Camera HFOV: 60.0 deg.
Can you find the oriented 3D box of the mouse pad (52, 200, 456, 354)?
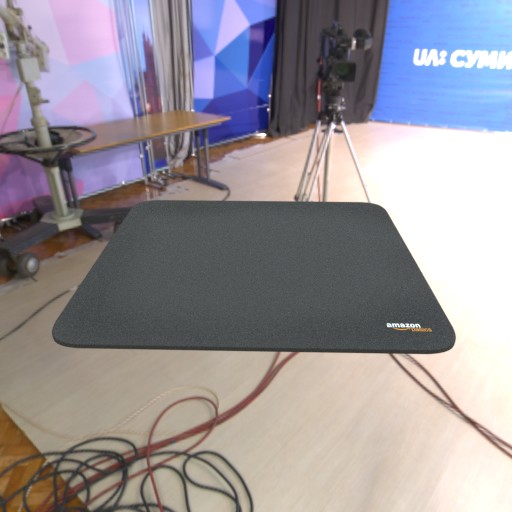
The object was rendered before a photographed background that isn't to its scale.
[{"bbox_3d":[0.000,0.000,0.326,0.229,0.003,0.203,1,30,1],"label":"mouse pad"}]
